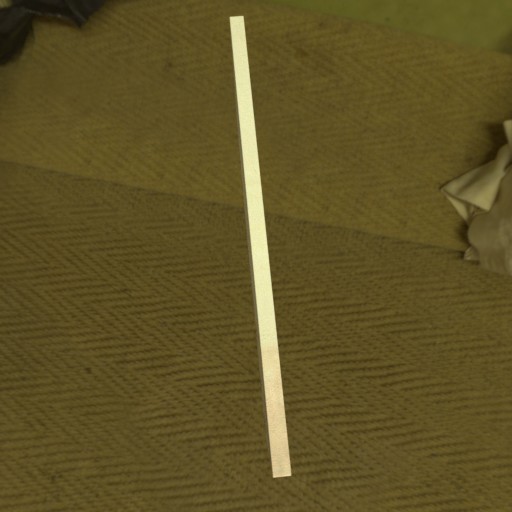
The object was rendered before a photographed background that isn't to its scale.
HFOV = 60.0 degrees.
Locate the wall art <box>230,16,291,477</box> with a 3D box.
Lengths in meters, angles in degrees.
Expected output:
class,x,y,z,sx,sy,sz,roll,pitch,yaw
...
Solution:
class,x,y,z,sx,sy,sz,roll,pitch,yaw
wall art,0.000,0.000,1.411,0.041,0.758,1.142,-5,74,-1
